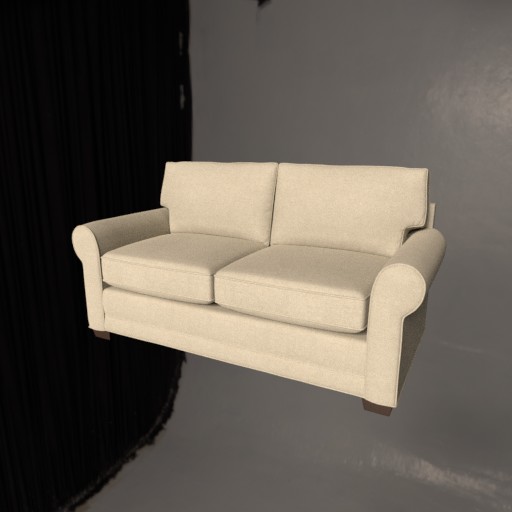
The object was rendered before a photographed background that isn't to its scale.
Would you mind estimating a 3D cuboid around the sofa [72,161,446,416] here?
[{"bbox_3d":[0.000,0.000,2.310,1.774,0.933,0.861,7,16,27],"label":"sofa"}]
